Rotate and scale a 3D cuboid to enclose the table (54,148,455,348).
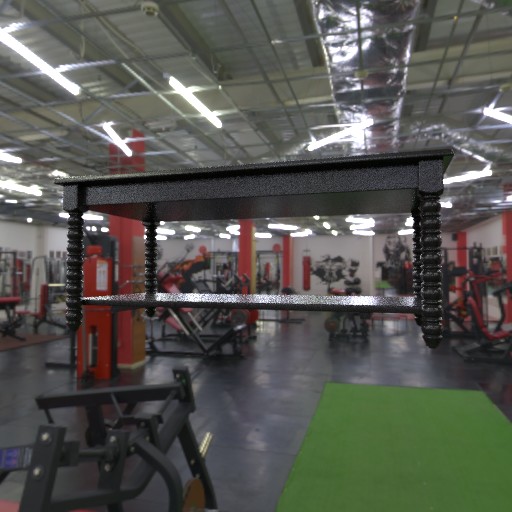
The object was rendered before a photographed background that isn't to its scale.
[{"bbox_3d":[0.000,0.000,1.496,1.171,0.487,0.580,-1,-2,17],"label":"table"}]
